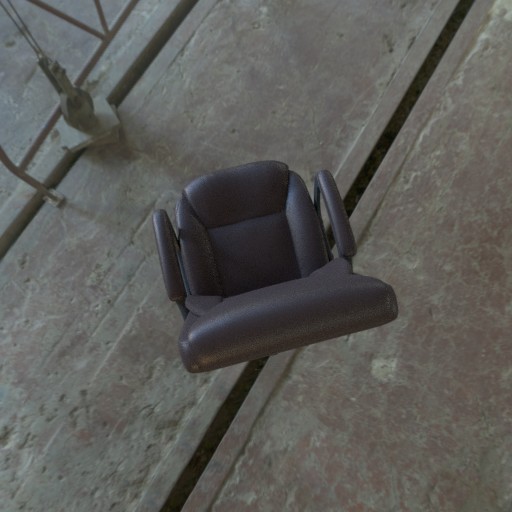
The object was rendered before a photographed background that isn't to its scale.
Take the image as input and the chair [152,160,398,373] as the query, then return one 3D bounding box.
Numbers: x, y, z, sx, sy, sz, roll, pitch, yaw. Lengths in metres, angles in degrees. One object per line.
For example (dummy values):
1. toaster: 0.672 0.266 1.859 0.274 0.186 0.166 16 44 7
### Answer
1. chair: 0.000 0.000 1.446 0.615 1.072 0.655 -14 76 -4
